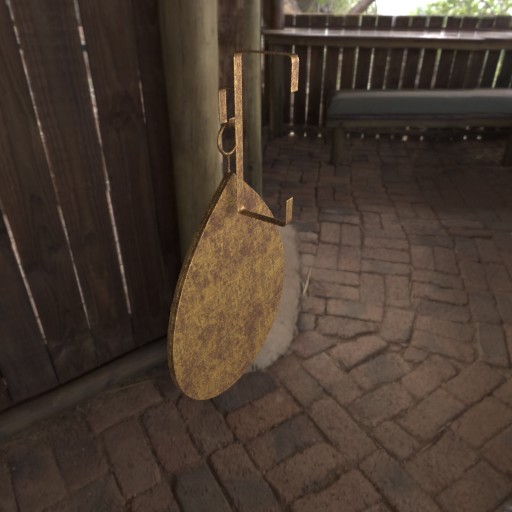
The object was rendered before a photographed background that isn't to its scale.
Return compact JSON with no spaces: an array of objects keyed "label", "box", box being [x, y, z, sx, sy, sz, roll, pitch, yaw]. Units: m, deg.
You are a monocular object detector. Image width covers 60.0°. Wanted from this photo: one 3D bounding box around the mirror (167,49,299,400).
[{"label":"mirror","box":[0.000,0.000,0.882,0.144,0.744,0.405,19,36,29]}]
